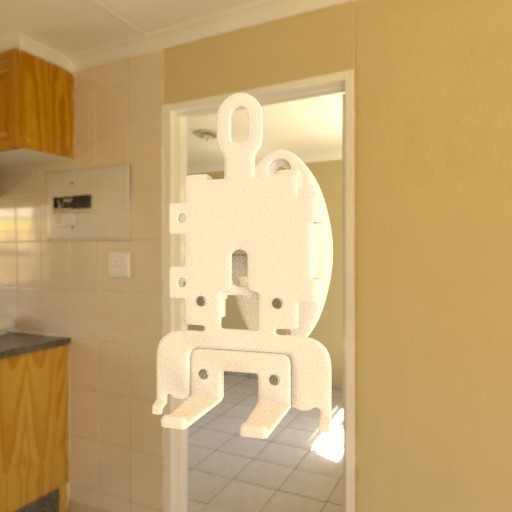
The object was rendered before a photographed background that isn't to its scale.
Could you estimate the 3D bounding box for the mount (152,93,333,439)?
[{"bbox_3d":[0.000,0.000,0.182,0.066,0.118,0.100,0,0,16],"label":"mount"}]
